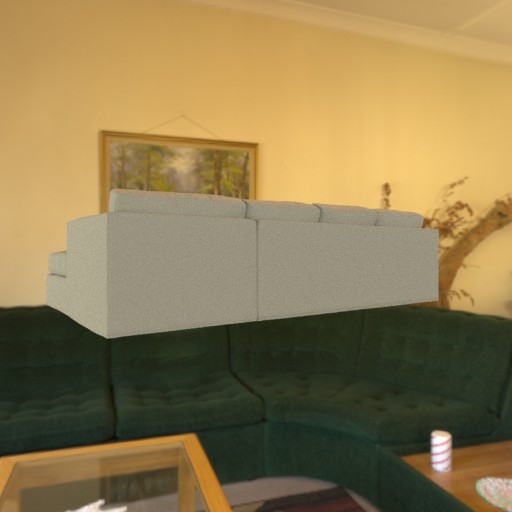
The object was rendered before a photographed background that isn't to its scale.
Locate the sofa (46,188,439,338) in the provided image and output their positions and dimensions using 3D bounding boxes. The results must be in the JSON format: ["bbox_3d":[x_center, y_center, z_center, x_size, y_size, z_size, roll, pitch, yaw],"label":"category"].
[{"bbox_3d":[0.000,0.000,3.973,3.177,0.867,1.622,0,1,-36],"label":"sofa"}]
